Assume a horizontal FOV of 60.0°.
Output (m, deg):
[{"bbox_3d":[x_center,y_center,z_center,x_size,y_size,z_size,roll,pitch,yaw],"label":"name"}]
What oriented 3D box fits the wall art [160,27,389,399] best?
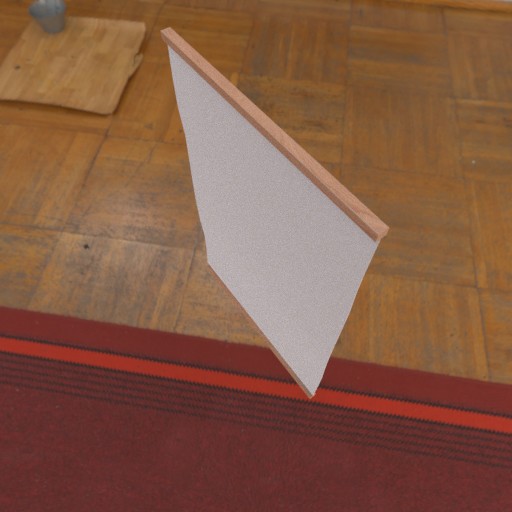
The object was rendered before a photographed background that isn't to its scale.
[{"bbox_3d":[0.000,0.000,0.628,0.012,0.508,0.332,-32,64,-18],"label":"wall art"}]
